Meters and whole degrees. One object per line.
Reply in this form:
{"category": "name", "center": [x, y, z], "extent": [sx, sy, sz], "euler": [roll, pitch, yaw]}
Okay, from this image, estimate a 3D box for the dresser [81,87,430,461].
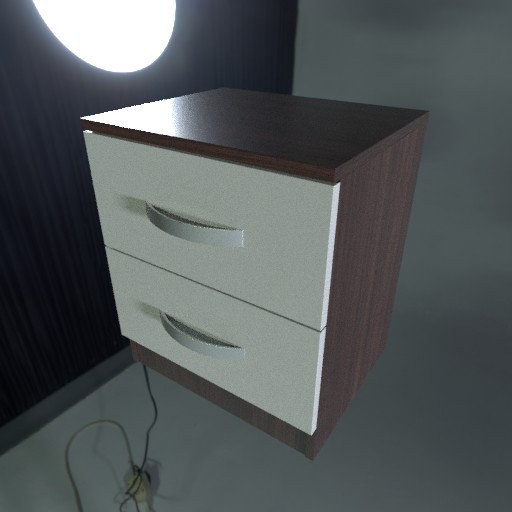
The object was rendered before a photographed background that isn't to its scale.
{"category": "dresser", "center": [0.000, 0.000, 0.764], "extent": [0.400, 0.470, 0.360], "euler": [18, 34, 29]}
